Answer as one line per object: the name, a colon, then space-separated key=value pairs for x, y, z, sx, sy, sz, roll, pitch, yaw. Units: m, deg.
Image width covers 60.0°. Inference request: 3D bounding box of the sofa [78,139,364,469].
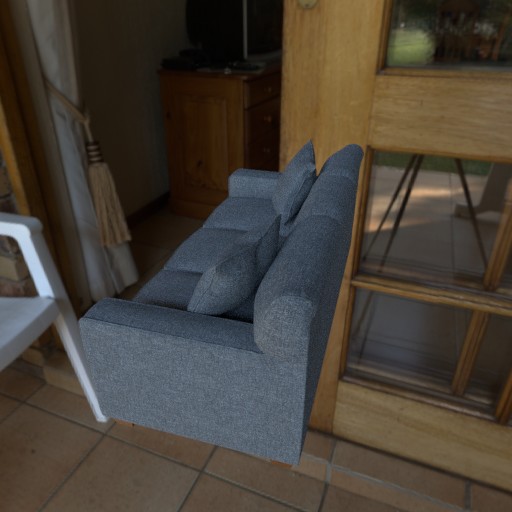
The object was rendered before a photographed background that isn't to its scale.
sofa: x=0.000 y=0.000 z=2.588 sx=0.997 sy=0.958 sz=2.024 roll=8 pitch=30 yaw=14
